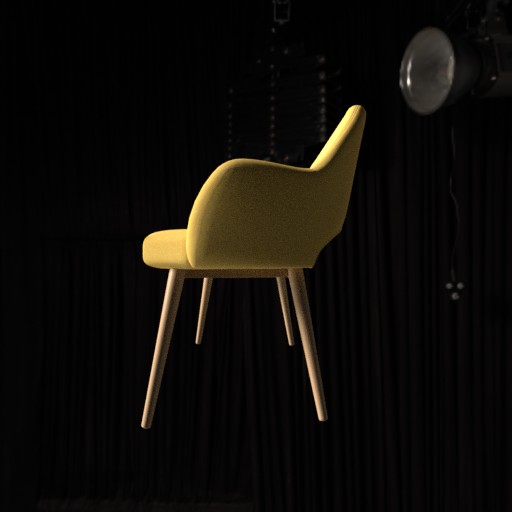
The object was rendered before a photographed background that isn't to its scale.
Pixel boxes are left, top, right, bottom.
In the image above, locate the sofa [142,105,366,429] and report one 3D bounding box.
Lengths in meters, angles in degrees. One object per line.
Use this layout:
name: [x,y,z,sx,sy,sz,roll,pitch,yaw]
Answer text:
sofa: [0.000,0.000,1.592,0.610,0.840,1.150,0,0,0]
